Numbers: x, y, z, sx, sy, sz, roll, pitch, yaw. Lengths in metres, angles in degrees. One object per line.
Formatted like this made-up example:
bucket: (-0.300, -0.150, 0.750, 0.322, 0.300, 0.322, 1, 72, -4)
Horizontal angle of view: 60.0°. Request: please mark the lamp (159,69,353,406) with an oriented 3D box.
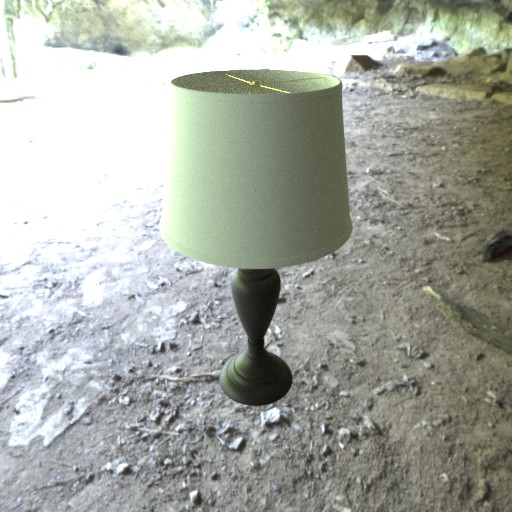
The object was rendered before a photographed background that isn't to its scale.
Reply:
lamp: (0.000, 0.000, 0.819, 0.335, 0.611, 0.335, 0, 29, 0)
